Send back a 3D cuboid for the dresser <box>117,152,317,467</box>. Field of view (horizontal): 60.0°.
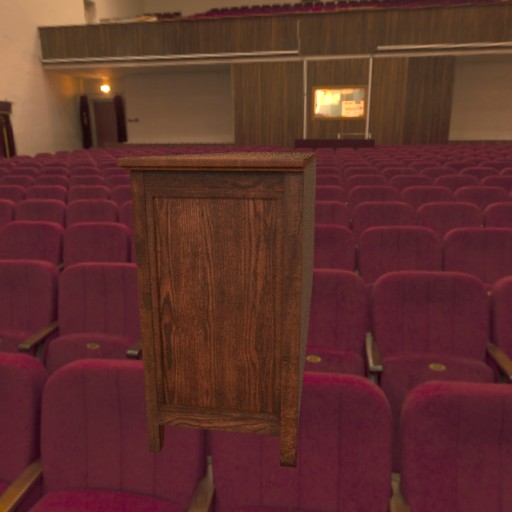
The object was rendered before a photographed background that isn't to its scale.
[{"bbox_3d":[0.000,0.000,1.908,0.463,0.856,1.551,2,14,8],"label":"dresser"}]
